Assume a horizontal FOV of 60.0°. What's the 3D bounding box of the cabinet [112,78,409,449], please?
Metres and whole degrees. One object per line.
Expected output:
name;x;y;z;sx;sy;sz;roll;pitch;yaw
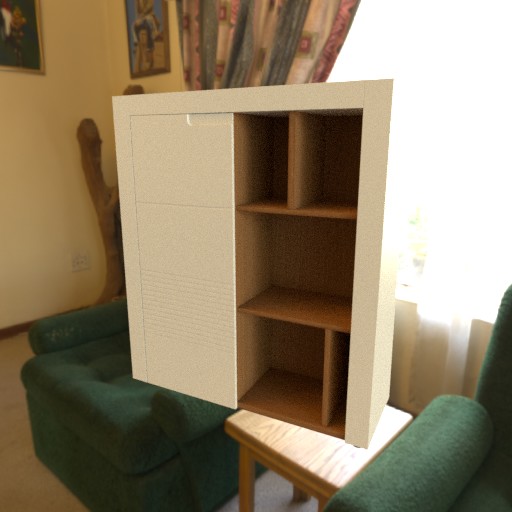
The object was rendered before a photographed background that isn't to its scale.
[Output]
cabinet;0.000;0.000;1.667;0.990;1.150;0.348;7;16;26
